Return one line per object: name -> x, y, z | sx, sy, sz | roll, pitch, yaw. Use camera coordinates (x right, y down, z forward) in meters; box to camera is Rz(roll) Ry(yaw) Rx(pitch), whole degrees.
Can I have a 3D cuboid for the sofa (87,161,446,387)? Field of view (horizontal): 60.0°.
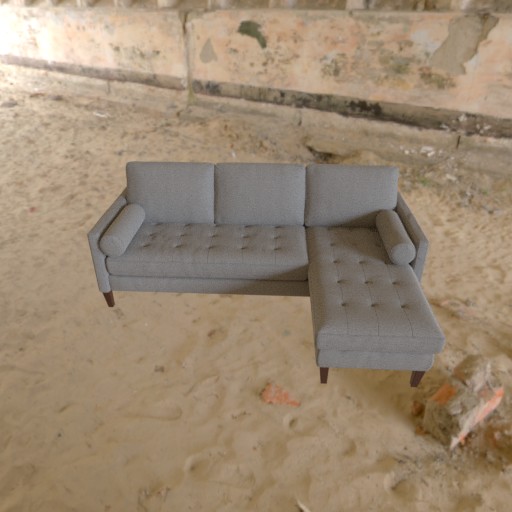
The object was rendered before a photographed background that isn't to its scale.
sofa -> 0.000, 0.000, 2.930 | 2.178, 0.875, 1.506 | 2, 30, 3
